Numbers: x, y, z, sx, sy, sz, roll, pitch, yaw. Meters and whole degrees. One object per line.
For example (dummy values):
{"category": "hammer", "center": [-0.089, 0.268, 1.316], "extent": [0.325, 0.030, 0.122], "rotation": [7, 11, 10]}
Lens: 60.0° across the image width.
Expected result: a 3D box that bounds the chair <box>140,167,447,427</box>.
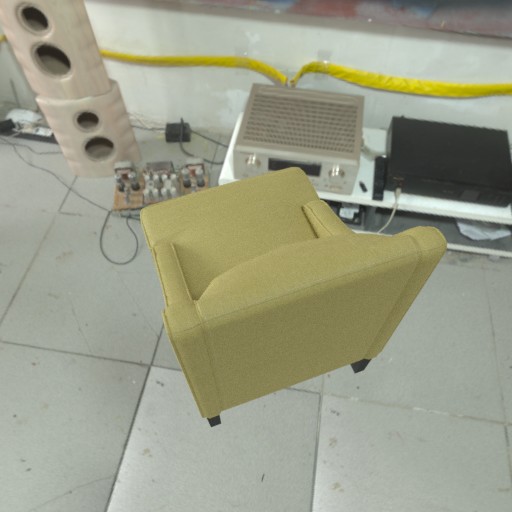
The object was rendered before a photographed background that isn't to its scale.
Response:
{"category": "chair", "center": [0.000, 0.000, 1.540], "extent": [0.696, 0.896, 0.814], "rotation": [-17, 58, -11]}
